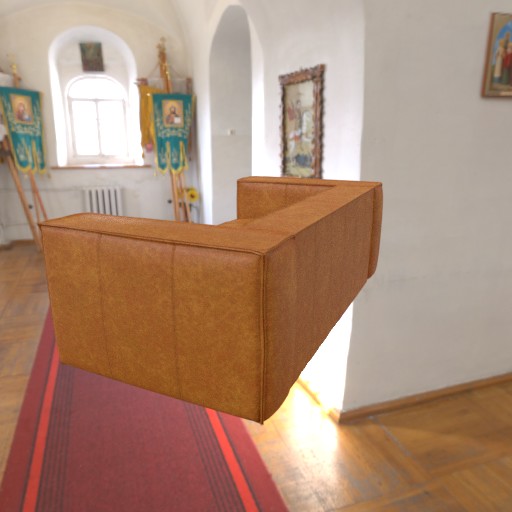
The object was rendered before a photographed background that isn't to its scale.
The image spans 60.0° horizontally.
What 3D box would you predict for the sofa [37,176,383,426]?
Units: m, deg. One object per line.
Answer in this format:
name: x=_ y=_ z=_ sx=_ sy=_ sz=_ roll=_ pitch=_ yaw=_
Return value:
sofa: x=0.000 y=0.000 z=2.583 sx=1.102 sy=0.703 sz=2.088 roll=8 pitch=18 yaw=24
